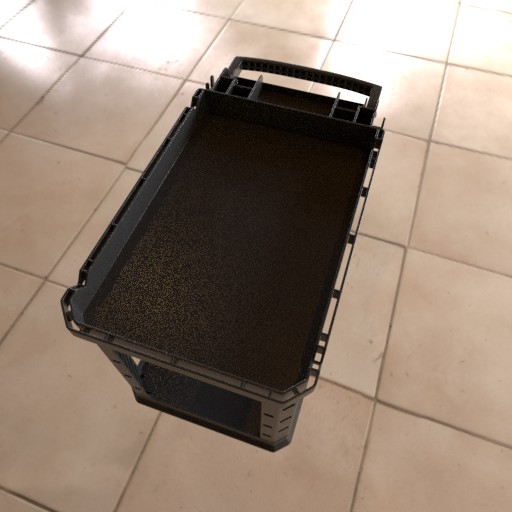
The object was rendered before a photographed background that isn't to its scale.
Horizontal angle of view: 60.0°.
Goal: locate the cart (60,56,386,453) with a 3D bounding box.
[{"bbox_3d":[0.000,0.000,1.725,0.674,0.884,1.239,16,59,10],"label":"cart"}]
